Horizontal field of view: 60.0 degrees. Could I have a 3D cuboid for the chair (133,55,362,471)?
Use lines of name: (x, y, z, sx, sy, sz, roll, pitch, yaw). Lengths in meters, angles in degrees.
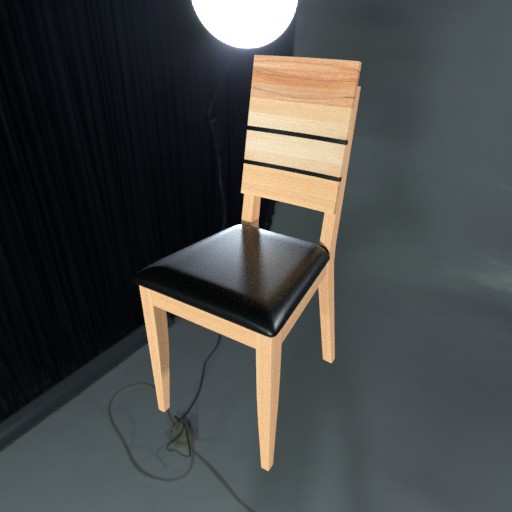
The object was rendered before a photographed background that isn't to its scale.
chair: (0.000, 0.000, 1.191, 0.410, 0.940, 0.520, 17, 34, 28)
